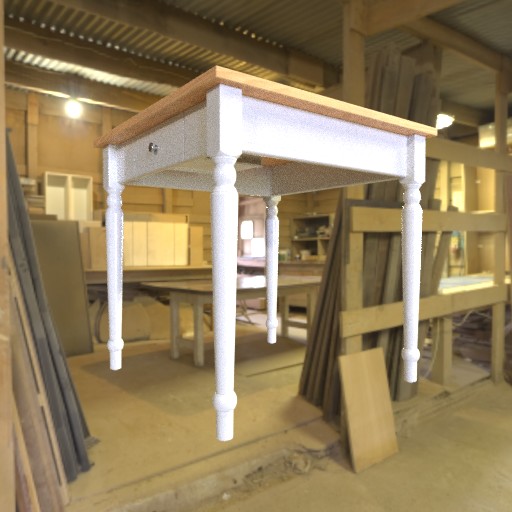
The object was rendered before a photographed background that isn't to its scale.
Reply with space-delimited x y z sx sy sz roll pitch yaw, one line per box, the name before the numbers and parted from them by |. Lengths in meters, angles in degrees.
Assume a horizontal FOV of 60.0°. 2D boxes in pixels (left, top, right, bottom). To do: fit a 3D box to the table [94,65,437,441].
table | 0.000 0.000 1.360 0.747 0.738 0.747 -1 2 -37
